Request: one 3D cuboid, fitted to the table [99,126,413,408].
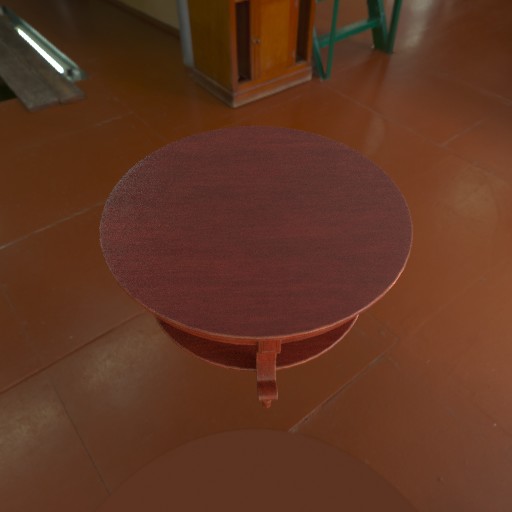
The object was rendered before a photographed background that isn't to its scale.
[{"bbox_3d":[0.000,0.000,1.664,1.029,0.486,1.029,0,47,0],"label":"table"}]
